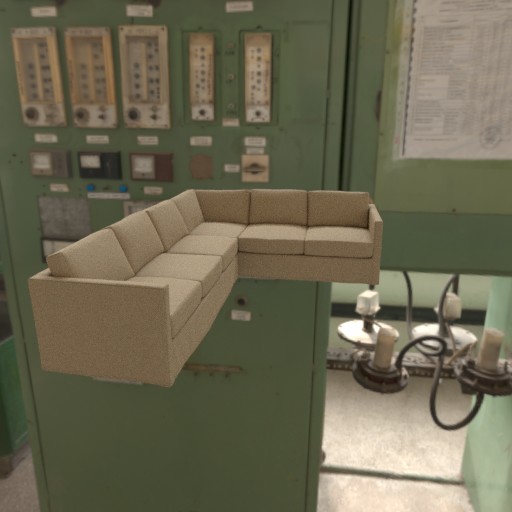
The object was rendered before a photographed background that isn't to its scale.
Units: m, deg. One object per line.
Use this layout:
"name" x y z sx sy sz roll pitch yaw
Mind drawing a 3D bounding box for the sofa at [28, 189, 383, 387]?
"sofa" 0.000 0.000 4.188 2.432 0.871 3.182 3 17 9
